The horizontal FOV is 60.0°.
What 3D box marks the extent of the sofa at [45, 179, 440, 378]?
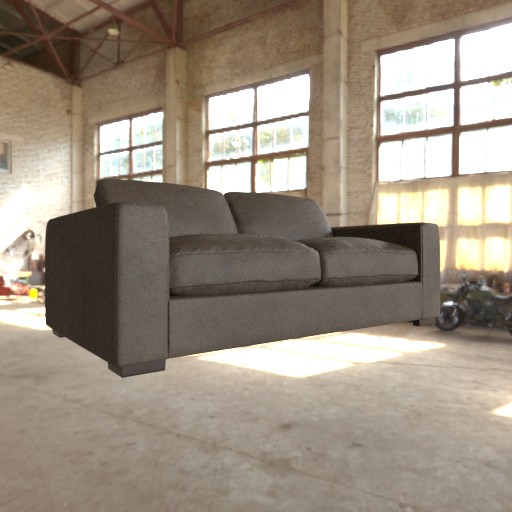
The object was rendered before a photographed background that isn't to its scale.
[{"bbox_3d":[0.000,0.000,2.415,1.920,0.800,1.070,0,1,-37],"label":"sofa"}]
